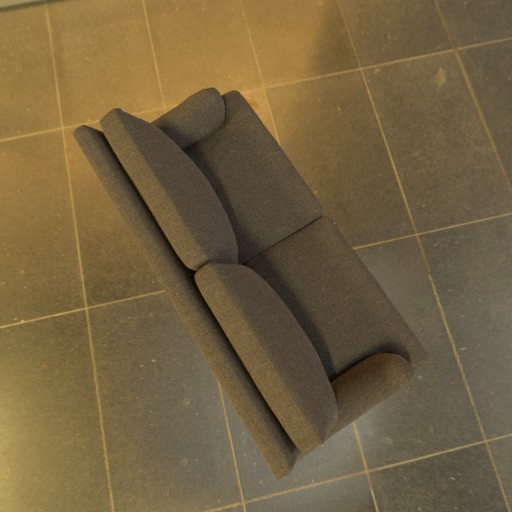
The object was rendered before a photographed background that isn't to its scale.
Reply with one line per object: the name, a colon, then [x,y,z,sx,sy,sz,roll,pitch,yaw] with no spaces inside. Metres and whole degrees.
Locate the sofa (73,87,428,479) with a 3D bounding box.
sofa: [0.000,0.000,2.723,1.087,1.054,2.160,-32,78,-8]
